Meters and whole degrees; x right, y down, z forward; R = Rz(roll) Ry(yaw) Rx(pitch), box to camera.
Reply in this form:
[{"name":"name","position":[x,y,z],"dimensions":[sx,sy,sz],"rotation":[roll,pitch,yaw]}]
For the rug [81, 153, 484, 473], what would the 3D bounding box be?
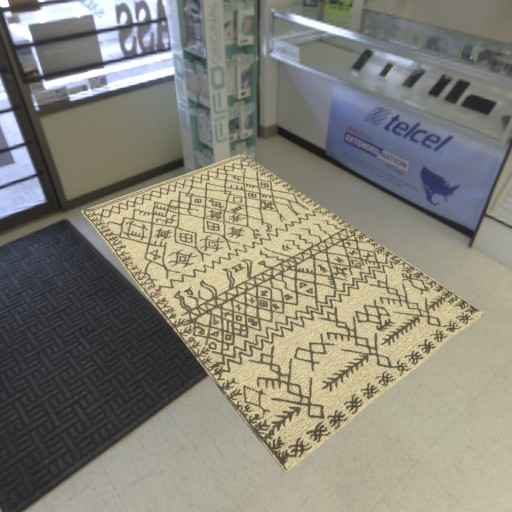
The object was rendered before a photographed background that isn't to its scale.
[{"name":"rug","position":[0.000,0.000,3.002],"dimensions":[1.530,0.012,2.444],"rotation":[-26,47,-27]}]
